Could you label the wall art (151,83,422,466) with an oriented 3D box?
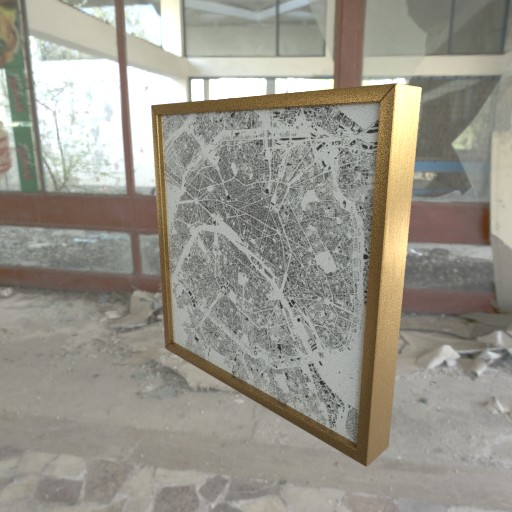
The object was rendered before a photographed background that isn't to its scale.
[{"bbox_3d":[0.000,0.000,0.452,0.037,0.305,0.305,-14,21,-43],"label":"wall art"}]
